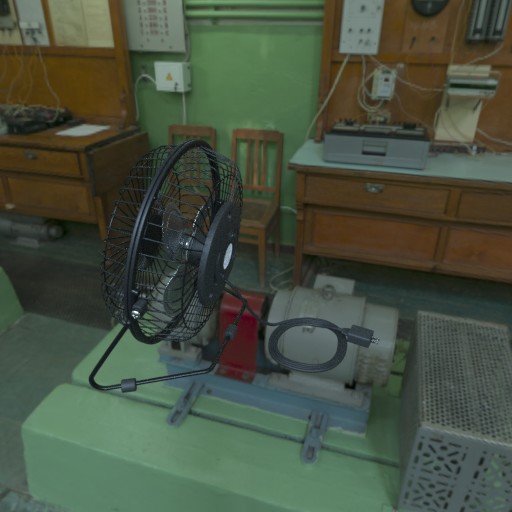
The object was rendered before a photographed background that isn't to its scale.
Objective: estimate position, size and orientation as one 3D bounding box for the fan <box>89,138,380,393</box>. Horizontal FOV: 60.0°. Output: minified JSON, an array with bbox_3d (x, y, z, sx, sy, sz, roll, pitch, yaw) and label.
[{"bbox_3d":[0.000,0.000,0.381,0.227,0.188,0.209,8,30,14],"label":"fan"}]
